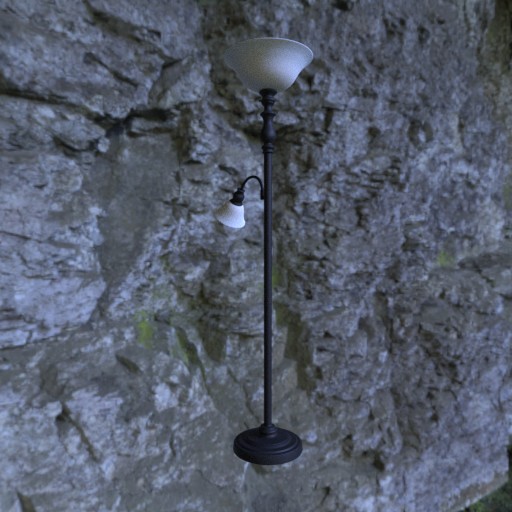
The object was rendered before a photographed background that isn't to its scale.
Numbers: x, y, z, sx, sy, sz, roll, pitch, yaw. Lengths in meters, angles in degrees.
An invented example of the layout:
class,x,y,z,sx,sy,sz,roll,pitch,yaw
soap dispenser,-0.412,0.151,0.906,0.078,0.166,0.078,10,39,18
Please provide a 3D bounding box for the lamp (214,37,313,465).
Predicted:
class,x,y,z,sx,sy,sz,roll,pitch,yaw
lamp,0.000,0.000,2.103,0.405,1.793,0.588,-1,2,-36
